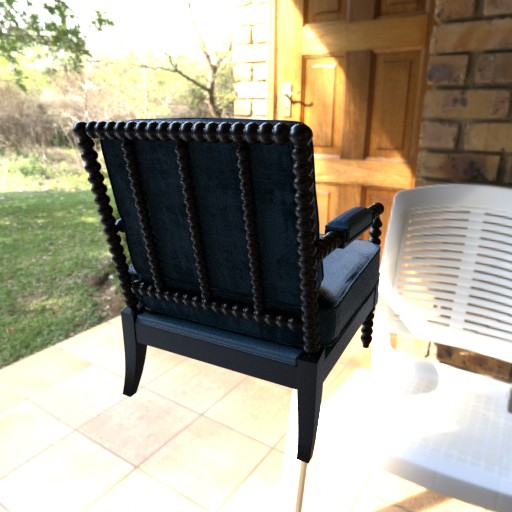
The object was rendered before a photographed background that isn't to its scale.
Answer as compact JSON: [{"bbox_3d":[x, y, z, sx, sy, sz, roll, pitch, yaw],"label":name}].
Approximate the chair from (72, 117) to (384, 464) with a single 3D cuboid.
[{"bbox_3d":[0.000,0.000,1.429,0.688,0.857,0.805,9,20,26],"label":"chair"}]
